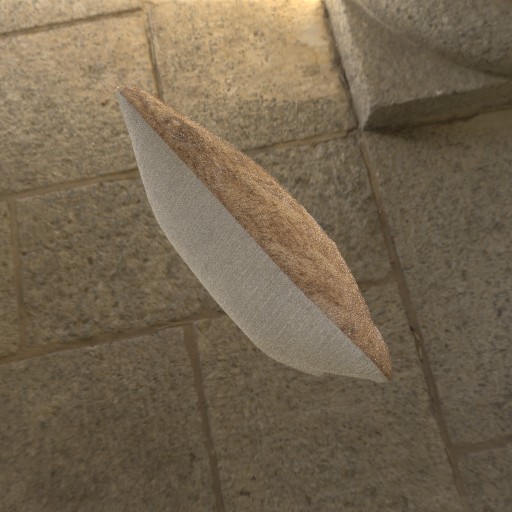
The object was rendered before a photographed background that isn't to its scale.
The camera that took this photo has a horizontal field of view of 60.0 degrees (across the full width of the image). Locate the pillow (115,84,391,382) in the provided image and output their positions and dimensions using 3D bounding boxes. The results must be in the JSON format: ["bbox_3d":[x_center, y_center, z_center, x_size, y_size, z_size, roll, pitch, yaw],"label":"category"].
[{"bbox_3d":[0.000,0.000,0.817,0.216,0.525,0.538,-40,80,-9],"label":"pillow"}]
